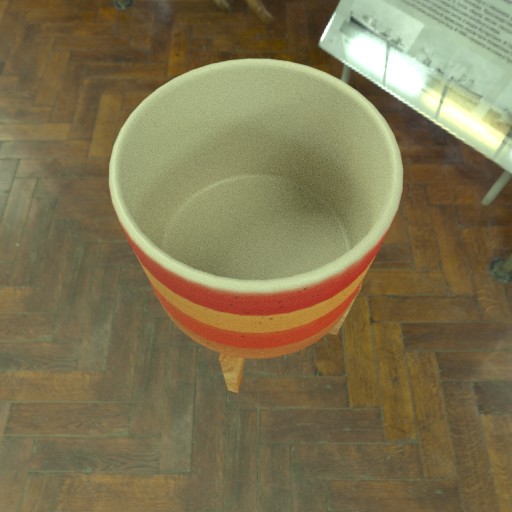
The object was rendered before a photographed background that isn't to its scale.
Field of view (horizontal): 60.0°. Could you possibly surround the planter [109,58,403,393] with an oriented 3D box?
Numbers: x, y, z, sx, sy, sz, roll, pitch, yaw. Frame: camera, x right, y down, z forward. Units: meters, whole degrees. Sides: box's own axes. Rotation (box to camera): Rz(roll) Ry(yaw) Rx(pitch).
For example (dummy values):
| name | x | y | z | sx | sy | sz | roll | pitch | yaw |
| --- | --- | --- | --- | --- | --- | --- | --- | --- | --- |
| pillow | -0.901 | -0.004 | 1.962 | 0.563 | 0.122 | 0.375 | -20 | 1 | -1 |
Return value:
| name | x | y | z | sx | sy | sz | roll | pitch | yaw |
| --- | --- | --- | --- | --- | --- | --- | --- | --- | --- |
| planter | 0.000 | 0.000 | 0.554 | 0.269 | 0.379 | 0.269 | 0 | 62 | 0 |
